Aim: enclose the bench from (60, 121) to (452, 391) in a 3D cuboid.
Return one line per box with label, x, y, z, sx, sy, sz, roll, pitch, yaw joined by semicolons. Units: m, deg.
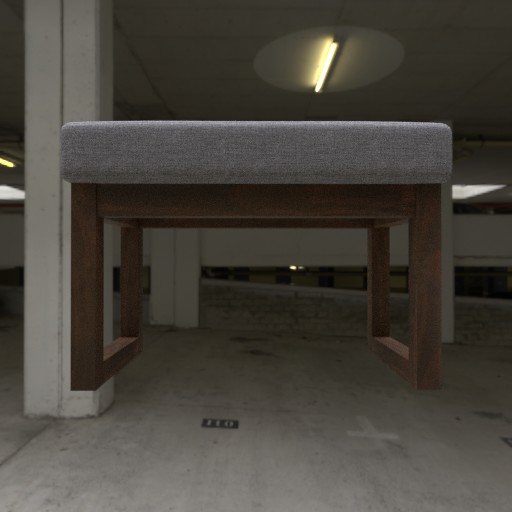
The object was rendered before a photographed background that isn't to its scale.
bench;0.000;0.000;0.934;0.681;0.467;0.366;0;0;-1
